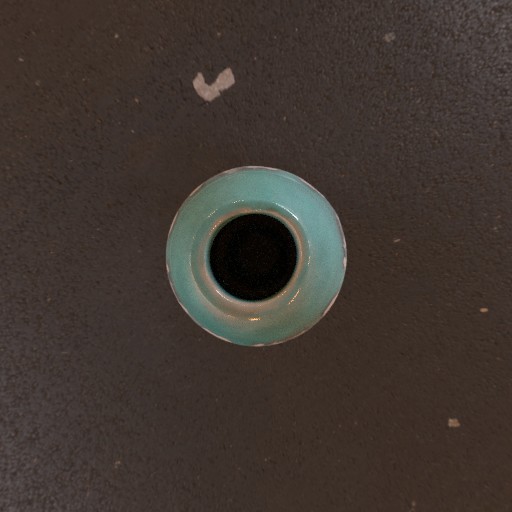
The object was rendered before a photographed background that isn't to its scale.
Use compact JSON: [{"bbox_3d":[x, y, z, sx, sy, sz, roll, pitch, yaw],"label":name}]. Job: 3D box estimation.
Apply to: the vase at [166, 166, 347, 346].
[{"bbox_3d":[0.000,0.000,0.254,0.116,0.179,0.116,0,90,0],"label":"vase"}]
